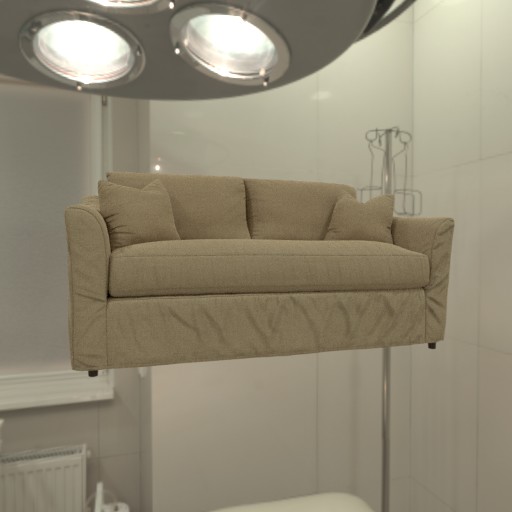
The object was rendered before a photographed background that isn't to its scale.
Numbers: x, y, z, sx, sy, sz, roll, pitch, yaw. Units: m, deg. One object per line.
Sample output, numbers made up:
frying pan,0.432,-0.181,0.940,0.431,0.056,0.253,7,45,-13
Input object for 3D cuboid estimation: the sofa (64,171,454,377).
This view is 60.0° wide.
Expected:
sofa,0.000,0.000,2.628,2.010,1.018,1.072,0,1,-17
